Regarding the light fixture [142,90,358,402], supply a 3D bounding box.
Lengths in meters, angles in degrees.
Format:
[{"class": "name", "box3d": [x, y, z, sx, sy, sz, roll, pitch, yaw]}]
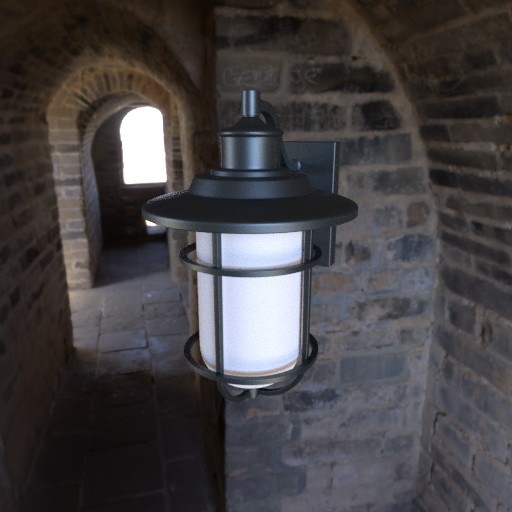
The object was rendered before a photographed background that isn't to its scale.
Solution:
[{"class": "light fixture", "box3d": [0.000, 0.000, 0.496, 0.222, 0.345, 0.252, 8, 17, 27]}]
